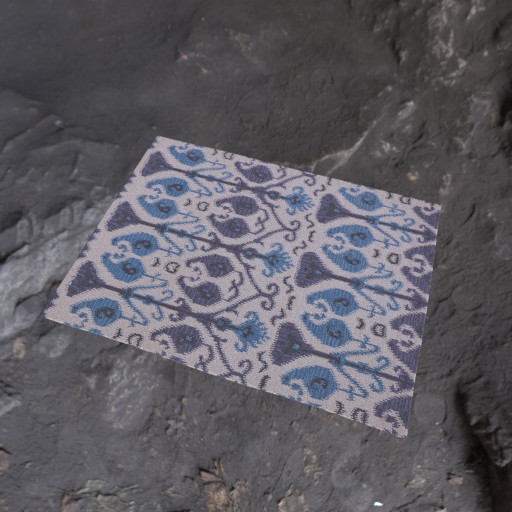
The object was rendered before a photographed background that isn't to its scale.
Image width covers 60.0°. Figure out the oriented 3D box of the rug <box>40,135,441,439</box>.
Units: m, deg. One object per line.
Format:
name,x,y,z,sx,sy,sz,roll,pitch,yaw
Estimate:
rug,0.000,0.000,2.964,2.261,0.013,1.676,16,59,10
